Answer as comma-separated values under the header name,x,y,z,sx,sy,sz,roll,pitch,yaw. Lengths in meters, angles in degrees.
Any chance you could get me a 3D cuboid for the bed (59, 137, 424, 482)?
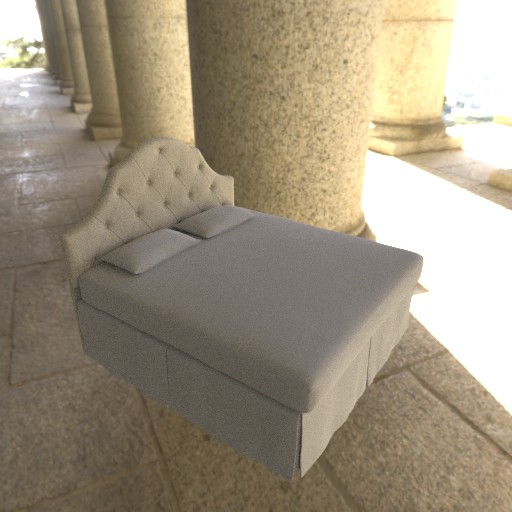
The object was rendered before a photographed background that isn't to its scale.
name,x,y,z,sx,sy,sz,roll,pitch,yaw
bed,0.000,0.000,3.420,2.086,1.555,2.012,18,31,32
